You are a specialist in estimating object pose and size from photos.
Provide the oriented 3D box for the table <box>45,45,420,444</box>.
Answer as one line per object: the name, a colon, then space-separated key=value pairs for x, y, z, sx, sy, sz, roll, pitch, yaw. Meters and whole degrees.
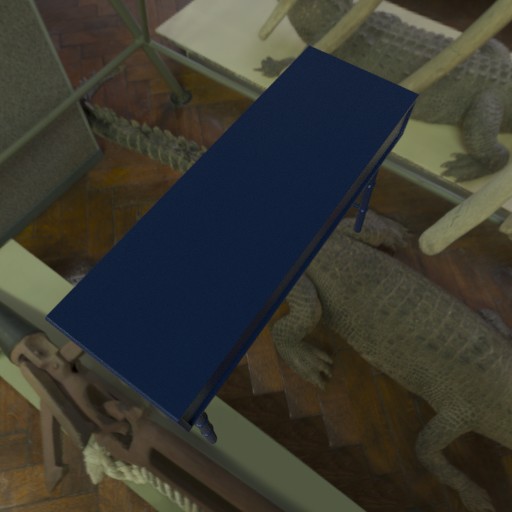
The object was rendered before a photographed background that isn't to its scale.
table: x=0.000 y=0.000 z=1.474 sx=0.399 sy=0.749 sz=1.118 roll=32 pitch=67 yaw=16
